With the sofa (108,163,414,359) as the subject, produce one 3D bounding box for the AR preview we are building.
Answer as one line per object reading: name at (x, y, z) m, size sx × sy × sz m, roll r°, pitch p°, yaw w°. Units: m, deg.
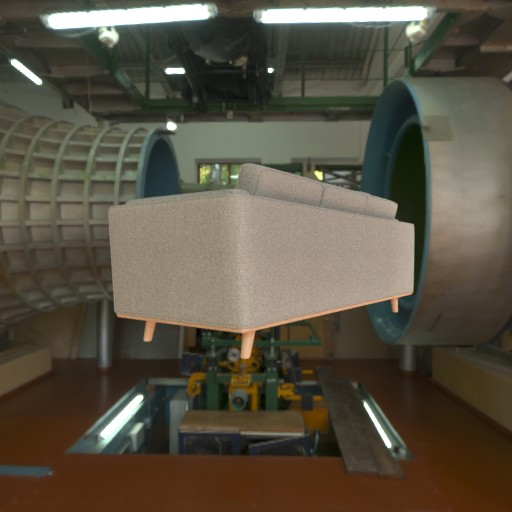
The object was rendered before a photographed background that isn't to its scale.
sofa at (0.000, 0.000, 3.244) m, size 1.604 × 0.929 × 2.411 m, roll 0°, pitch 0°, yaw 36°
